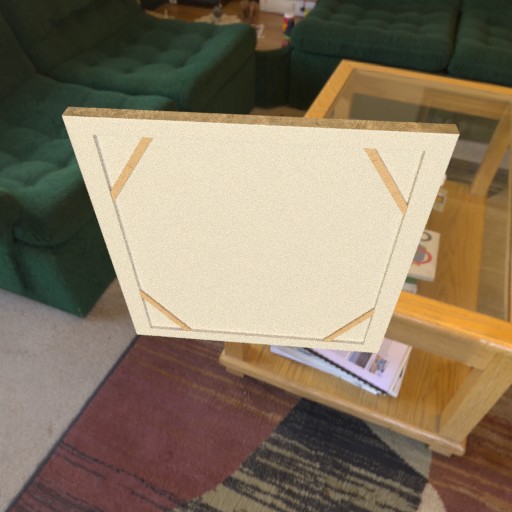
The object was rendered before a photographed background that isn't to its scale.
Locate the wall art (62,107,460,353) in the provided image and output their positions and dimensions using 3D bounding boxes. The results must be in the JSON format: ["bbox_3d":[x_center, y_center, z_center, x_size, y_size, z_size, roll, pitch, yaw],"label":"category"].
[{"bbox_3d":[0.000,0.000,1.623,1.092,1.091,0.051,4,46,4],"label":"wall art"}]
